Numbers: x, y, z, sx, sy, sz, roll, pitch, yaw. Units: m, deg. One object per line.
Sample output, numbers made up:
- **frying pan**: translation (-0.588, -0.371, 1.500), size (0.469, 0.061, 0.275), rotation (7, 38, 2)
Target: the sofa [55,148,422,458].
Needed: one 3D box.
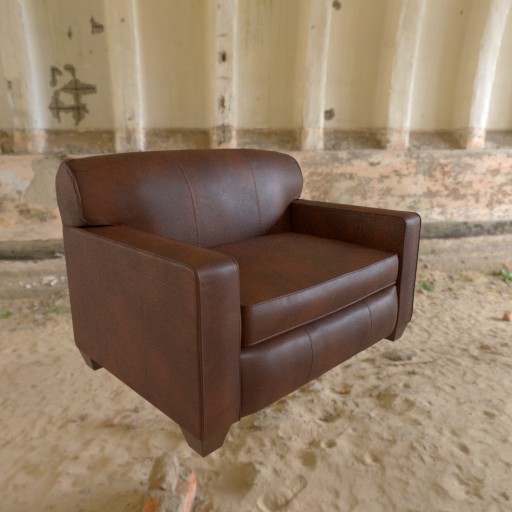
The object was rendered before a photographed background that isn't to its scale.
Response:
- **sofa**: translation (0.000, 0.000, 2.053), size (1.413, 0.956, 1.000), rotation (-14, 20, -43)
